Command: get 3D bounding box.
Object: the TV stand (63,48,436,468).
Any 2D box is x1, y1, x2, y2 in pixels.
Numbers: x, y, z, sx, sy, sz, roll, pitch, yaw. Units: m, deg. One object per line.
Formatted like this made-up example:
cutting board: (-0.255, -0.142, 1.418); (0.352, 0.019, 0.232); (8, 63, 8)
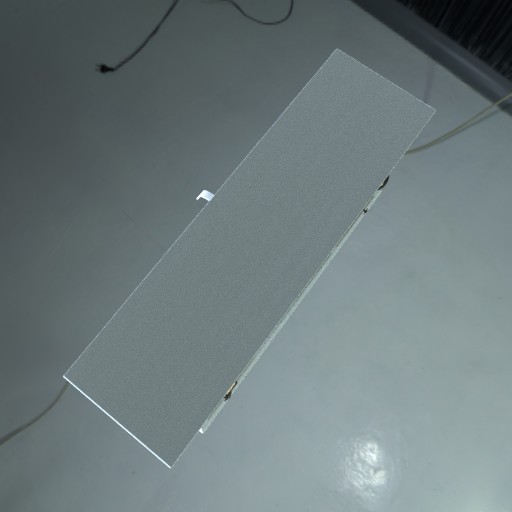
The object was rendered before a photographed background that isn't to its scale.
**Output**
TV stand: (0.000, 0.000, 1.486); (0.424, 0.624, 1.187); (36, 79, 9)
